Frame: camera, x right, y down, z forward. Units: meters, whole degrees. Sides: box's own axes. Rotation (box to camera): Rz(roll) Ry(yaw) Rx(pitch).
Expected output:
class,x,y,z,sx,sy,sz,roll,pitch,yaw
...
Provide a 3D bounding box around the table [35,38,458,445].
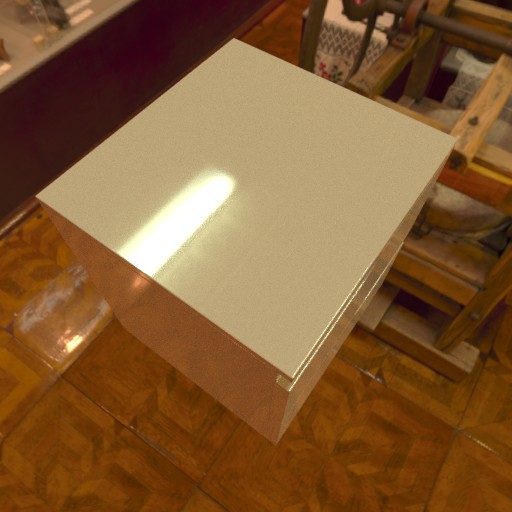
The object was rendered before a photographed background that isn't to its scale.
class,x,y,z,sx,sy,sz,roll,pitch,yaw
table,0.000,0.000,0.800,0.400,0.470,0.420,32,64,18
